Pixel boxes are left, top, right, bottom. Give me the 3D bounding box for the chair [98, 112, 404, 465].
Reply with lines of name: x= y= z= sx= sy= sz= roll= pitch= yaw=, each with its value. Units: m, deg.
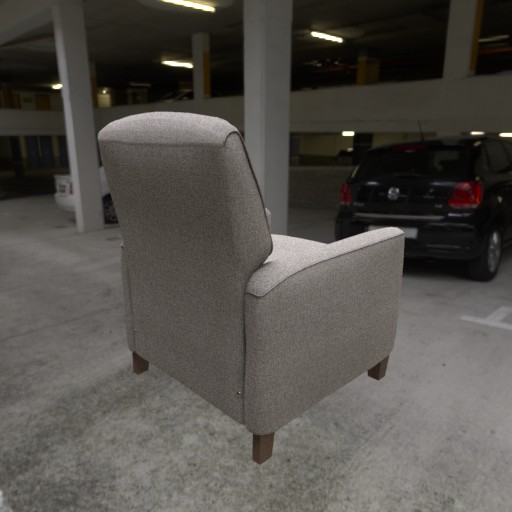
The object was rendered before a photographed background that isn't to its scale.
chair: x=0.000 y=0.000 z=1.673 sx=0.864 sy=1.014 sz=0.848 roll=-15 pitch=22 yaw=-42
